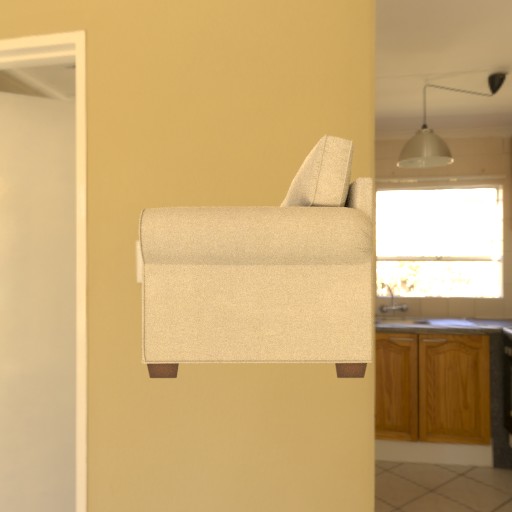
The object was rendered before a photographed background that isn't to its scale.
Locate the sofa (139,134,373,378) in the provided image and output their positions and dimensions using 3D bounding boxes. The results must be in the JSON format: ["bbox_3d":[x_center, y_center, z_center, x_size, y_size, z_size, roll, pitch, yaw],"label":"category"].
[{"bbox_3d":[0.000,0.000,2.691,0.901,0.962,2.146,0,-1,0],"label":"sofa"}]
